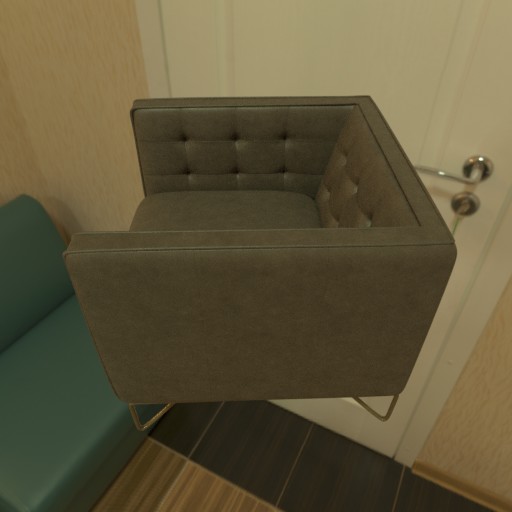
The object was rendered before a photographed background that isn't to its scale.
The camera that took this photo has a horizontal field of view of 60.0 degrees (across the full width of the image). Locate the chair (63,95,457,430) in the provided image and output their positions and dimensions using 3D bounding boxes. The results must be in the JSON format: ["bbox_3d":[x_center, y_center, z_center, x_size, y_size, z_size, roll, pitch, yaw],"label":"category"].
[{"bbox_3d":[0.000,0.000,1.525,0.894,0.790,0.880,-1,41,-1],"label":"chair"}]
